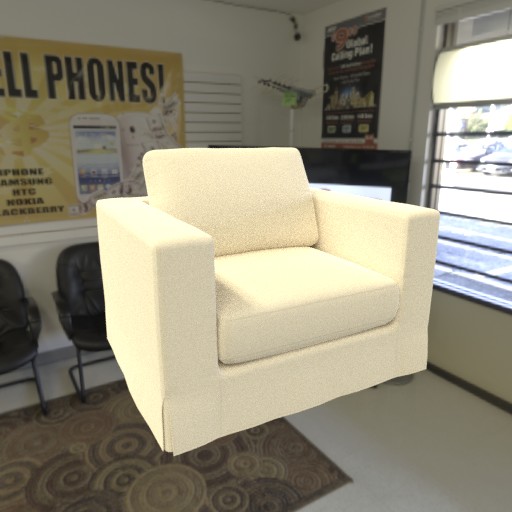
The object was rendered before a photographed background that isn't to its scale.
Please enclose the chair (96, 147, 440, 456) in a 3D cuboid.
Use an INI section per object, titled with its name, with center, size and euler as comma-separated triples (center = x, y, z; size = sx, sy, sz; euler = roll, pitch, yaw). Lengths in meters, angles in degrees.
[chair]
center = 0.000, 0.000, 1.870
size = 1.150, 0.878, 0.957
euler = -8, 17, -27
